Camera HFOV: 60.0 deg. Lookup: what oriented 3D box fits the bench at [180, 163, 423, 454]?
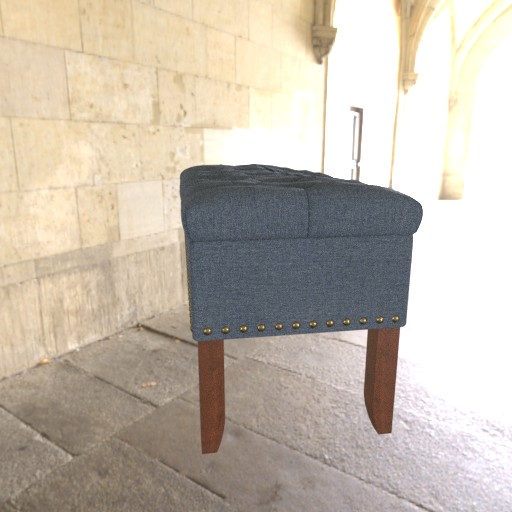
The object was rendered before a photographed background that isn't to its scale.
[{"bbox_3d":[0.000,0.000,1.272,0.417,0.492,1.052,-2,14,-9],"label":"bench"}]
